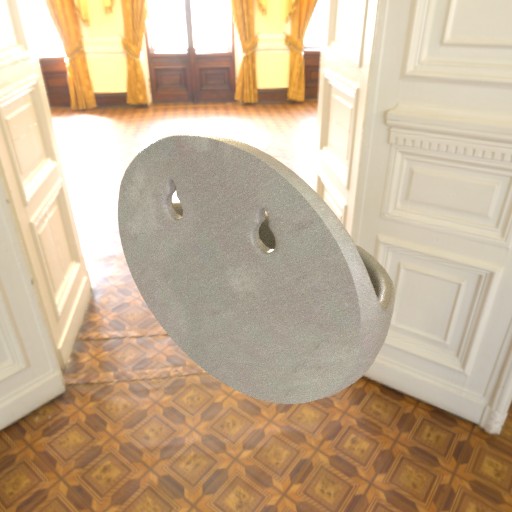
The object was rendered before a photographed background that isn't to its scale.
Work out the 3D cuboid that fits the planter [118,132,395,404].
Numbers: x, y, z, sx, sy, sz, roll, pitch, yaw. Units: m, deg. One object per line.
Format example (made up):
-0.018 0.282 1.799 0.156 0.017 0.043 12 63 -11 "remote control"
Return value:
0.000 0.000 0.278 0.190 0.164 0.073 21 36 32 "planter"
